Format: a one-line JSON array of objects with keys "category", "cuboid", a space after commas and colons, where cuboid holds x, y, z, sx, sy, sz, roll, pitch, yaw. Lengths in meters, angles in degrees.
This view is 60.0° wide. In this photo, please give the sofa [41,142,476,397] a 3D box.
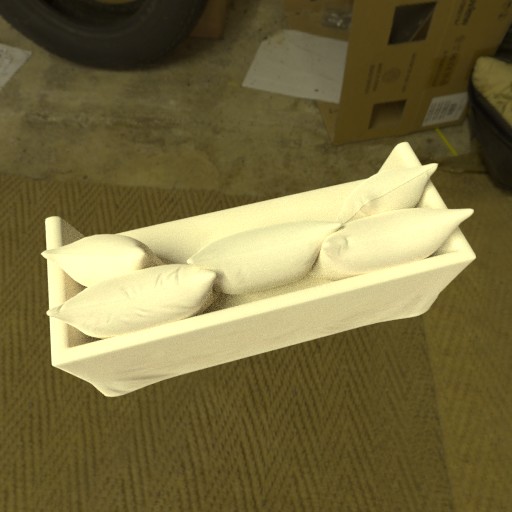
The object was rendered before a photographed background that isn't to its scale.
[{"category": "sofa", "cuboid": [0.000, 0.000, 2.901, 2.484, 1.042, 1.030, -13, 61, -8]}]
